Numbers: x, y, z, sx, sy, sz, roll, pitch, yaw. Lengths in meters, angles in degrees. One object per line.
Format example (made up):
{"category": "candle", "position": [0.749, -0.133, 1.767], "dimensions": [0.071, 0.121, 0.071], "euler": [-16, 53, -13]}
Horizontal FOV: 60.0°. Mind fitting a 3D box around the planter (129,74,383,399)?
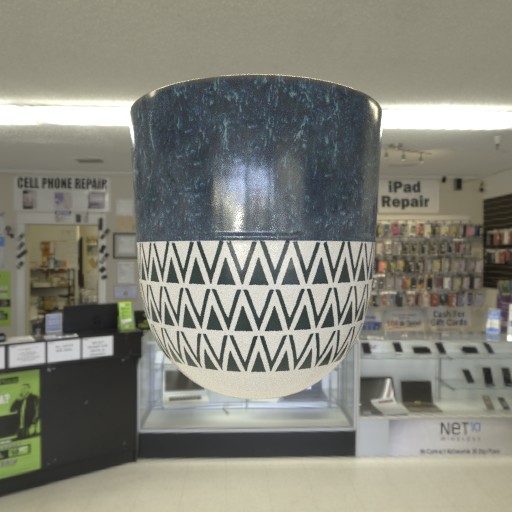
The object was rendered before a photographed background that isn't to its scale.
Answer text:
{"category": "planter", "position": [0.000, 0.000, 0.356], "dimensions": [0.195, 0.214, 0.195], "euler": [0, 1, 0]}
